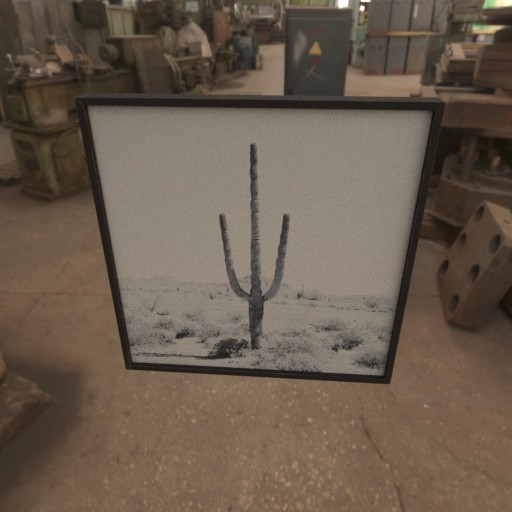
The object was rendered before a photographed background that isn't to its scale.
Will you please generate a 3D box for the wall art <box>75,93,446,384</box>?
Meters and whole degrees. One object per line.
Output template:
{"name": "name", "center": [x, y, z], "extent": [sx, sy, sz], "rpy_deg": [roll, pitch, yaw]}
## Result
{"name": "wall art", "center": [0.000, 0.000, 0.744], "extent": [0.508, 0.508, 0.038], "rpy_deg": [2, 29, 4]}
